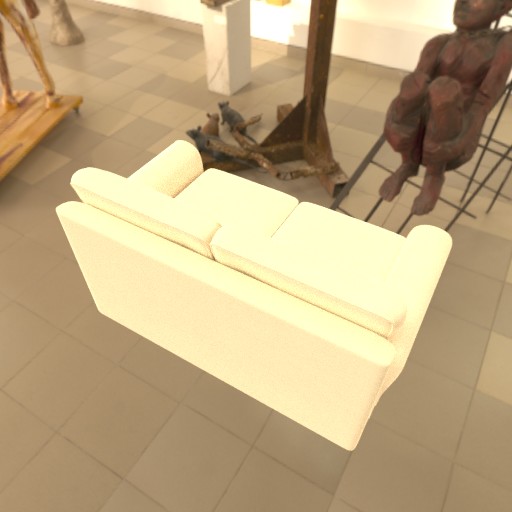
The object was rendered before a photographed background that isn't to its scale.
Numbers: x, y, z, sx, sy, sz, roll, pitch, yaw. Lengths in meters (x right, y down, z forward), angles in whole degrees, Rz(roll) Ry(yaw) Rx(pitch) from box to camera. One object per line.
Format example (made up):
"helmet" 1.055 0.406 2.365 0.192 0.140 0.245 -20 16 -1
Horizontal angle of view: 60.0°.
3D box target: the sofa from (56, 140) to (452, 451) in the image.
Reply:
"sofa" 0.000 0.000 2.321 1.727 0.940 0.991 23 51 21
